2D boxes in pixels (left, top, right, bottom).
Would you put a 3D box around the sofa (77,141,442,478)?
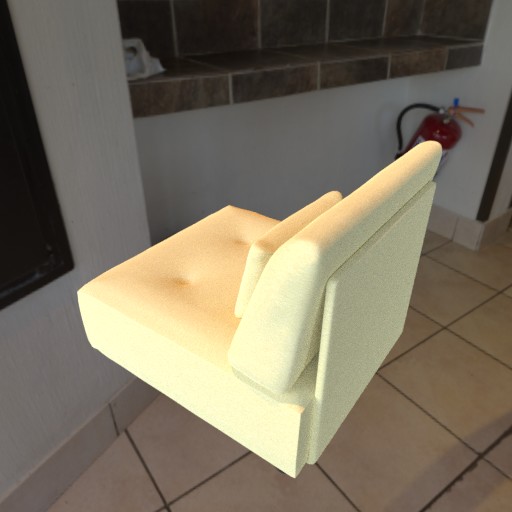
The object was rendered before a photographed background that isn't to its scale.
[{"bbox_3d":[0.000,0.000,1.665,1.000,0.820,0.930,21,37,30],"label":"sofa"}]
